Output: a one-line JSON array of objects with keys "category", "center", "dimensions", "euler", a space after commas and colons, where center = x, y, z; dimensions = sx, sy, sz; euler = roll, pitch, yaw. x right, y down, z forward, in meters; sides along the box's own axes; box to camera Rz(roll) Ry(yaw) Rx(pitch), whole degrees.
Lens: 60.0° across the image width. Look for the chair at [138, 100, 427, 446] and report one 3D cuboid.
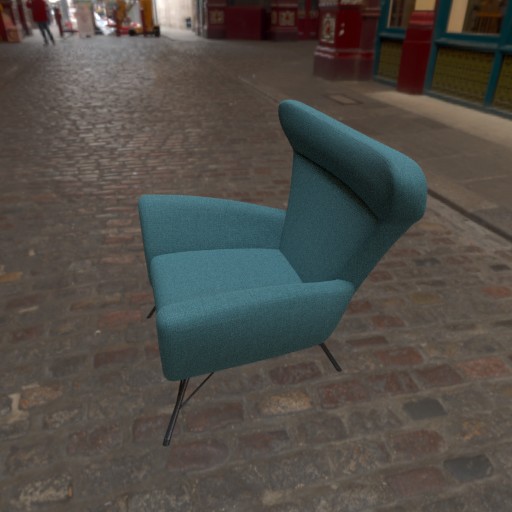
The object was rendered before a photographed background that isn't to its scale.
[{"category": "chair", "center": [0.000, 0.000, 1.728], "dimensions": [0.900, 0.980, 1.050], "euler": [-8, 31, -14]}]
